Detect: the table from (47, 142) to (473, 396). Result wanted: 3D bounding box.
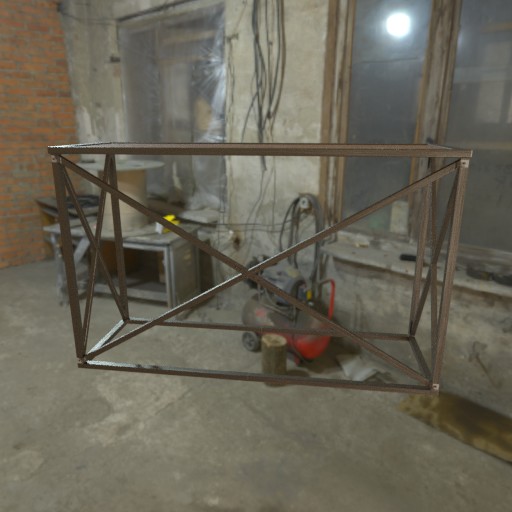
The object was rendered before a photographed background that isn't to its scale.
[{"bbox_3d":[0.000,0.000,1.552,1.216,0.753,0.402,2,17,8],"label":"table"}]
